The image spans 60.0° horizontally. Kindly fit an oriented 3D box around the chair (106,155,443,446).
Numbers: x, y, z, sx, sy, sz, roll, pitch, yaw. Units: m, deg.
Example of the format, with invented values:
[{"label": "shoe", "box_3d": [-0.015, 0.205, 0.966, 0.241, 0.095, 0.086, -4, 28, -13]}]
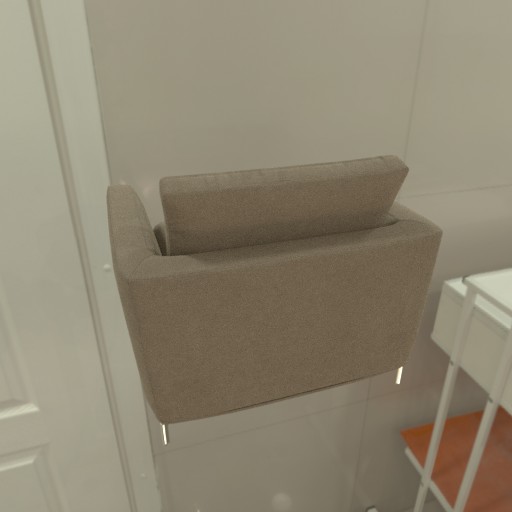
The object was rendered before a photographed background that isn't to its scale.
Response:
[{"label": "chair", "box_3d": [0.000, 0.000, 1.707, 1.041, 0.864, 0.889, -8, 28, -16]}]
